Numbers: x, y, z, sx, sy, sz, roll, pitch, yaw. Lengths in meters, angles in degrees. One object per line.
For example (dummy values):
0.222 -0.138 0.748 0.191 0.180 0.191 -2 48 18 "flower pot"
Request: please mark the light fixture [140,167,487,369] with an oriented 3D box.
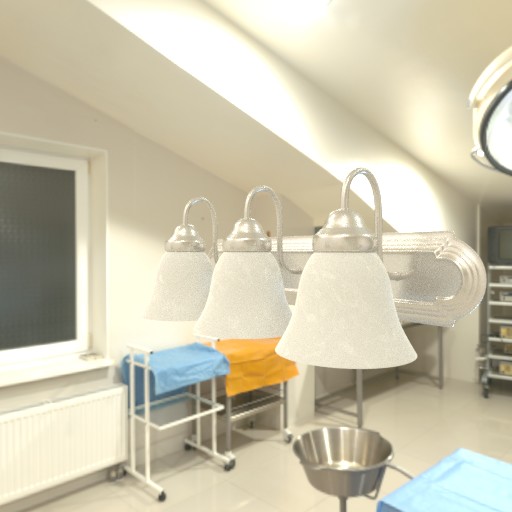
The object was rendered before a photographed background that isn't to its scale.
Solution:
0.000 0.000 0.690 0.199 0.222 0.610 -1 1 -38 "light fixture"
